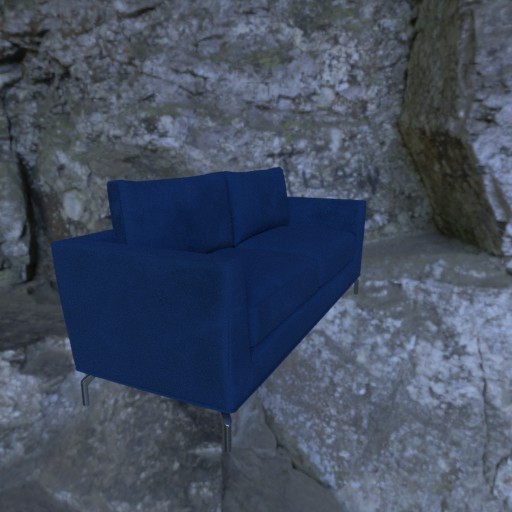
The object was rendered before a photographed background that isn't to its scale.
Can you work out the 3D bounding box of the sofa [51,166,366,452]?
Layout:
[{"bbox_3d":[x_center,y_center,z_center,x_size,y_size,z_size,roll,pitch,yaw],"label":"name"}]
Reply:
[{"bbox_3d":[0.000,0.000,2.674,0.853,0.998,2.212,6,15,25],"label":"sofa"}]
